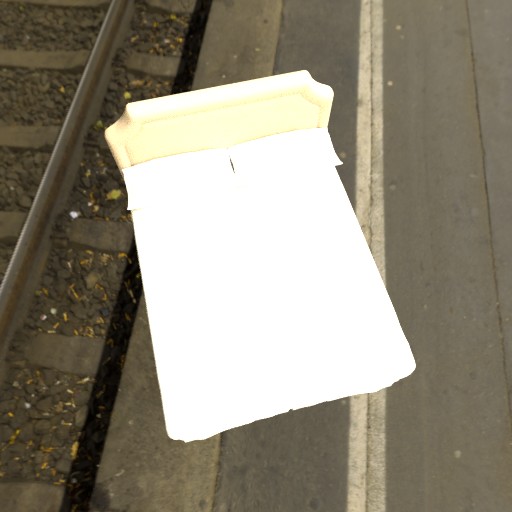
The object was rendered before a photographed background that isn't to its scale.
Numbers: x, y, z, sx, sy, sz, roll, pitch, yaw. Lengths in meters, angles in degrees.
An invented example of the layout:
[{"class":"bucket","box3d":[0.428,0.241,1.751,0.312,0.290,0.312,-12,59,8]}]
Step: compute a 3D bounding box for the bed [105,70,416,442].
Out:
[{"class":"bed","box3d":[0.000,0.000,3.860,2.134,1.524,2.548,-13,65,-6]}]
